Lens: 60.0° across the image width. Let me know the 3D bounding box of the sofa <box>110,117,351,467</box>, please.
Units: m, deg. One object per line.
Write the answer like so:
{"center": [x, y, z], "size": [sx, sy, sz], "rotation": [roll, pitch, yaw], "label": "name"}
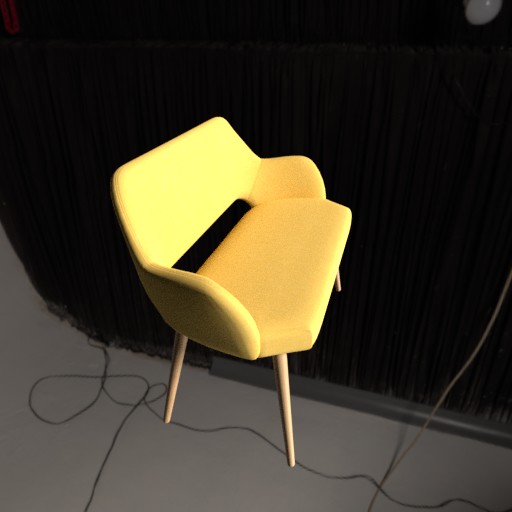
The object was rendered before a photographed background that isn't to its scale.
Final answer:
{"center": [0.000, 0.000, 1.653], "size": [0.610, 0.840, 1.150], "rotation": [9, 30, 15], "label": "sofa"}
